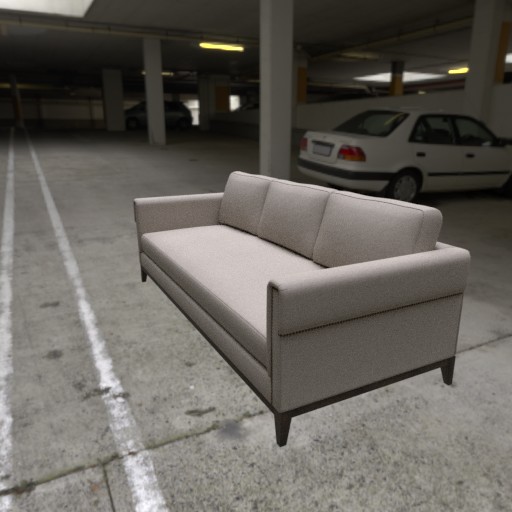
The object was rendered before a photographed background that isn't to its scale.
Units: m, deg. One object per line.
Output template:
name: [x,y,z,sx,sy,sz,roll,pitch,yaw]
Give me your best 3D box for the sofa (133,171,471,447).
sofa: [0.000,0.000,2.685,0.959,0.838,2.210,-8,18,-26]
